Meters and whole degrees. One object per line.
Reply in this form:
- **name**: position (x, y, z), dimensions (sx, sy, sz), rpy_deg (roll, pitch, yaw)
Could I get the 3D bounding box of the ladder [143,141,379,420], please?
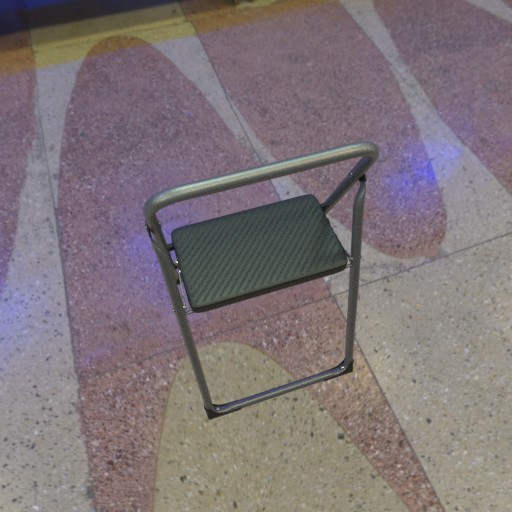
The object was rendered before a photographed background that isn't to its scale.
- **ladder**: position (0.000, 0.000, 1.015), dimensions (0.430, 0.720, 0.472), rpy_deg (-16, 59, -10)
